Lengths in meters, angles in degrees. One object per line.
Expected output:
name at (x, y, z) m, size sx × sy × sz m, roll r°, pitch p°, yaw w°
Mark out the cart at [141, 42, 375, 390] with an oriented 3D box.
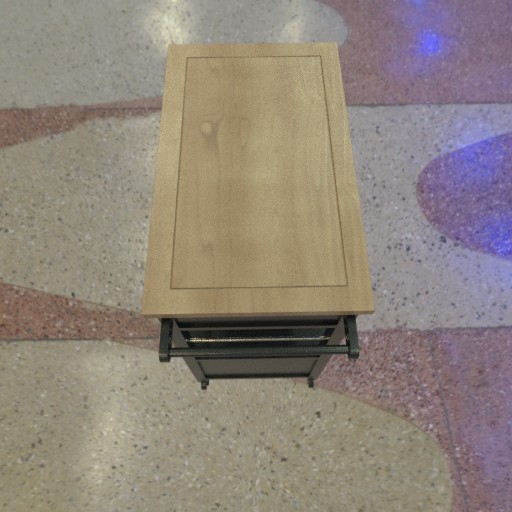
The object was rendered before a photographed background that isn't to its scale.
cart at (0.000, 0.000, 1.417) m, size 0.459 × 0.901 × 0.840 m, roll -1°, pitch 64°, yaw 0°
